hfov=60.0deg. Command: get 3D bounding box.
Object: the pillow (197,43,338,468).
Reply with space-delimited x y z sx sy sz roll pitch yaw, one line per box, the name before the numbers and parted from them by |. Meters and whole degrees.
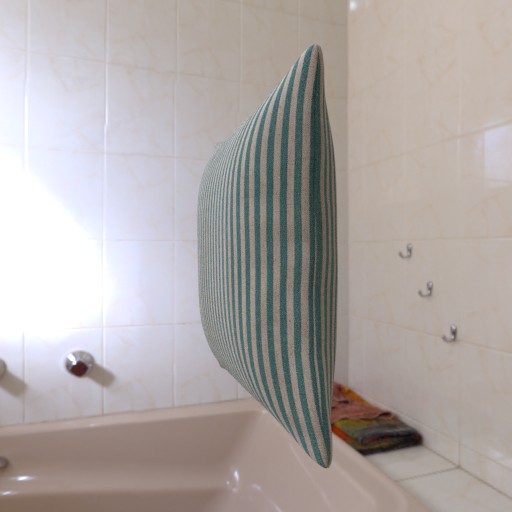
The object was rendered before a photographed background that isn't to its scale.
pillow | 0.000 0.000 0.767 0.166 0.510 0.523 0 1 -18
